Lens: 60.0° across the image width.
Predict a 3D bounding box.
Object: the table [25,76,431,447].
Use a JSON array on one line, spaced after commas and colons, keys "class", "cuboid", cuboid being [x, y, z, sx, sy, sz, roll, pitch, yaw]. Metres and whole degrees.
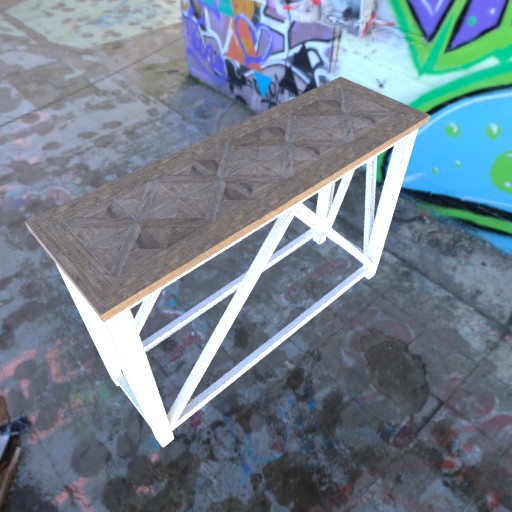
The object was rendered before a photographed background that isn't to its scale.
[{"class": "table", "cuboid": [0.000, 0.000, 1.827, 1.400, 0.930, 0.450, -33, 55, -28]}]
